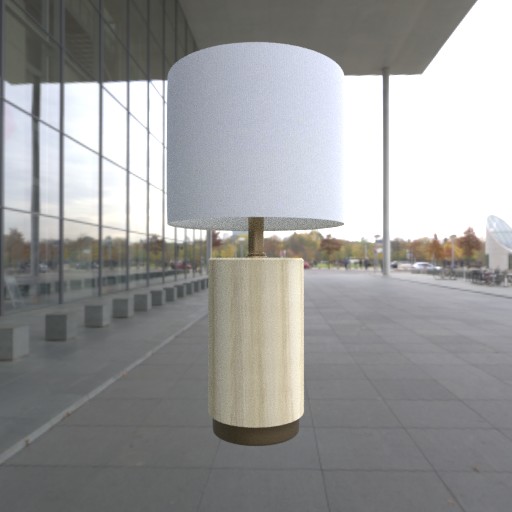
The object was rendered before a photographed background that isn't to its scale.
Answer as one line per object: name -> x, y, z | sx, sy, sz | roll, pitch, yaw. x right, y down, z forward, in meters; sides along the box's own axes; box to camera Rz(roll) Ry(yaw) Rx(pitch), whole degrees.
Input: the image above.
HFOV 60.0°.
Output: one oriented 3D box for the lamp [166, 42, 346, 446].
lamp -> 0.000, 0.000, 0.573 | 0.228, 0.444, 0.228 | 0, -1, 18
